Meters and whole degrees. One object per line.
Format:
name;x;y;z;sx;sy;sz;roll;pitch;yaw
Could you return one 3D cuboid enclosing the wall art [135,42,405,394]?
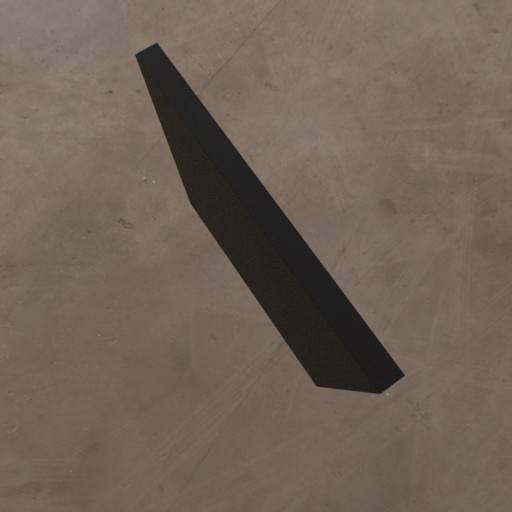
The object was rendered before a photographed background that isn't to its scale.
wall art;0.000;0.000;0.693;0.030;0.458;0.462;-33;77;-9
